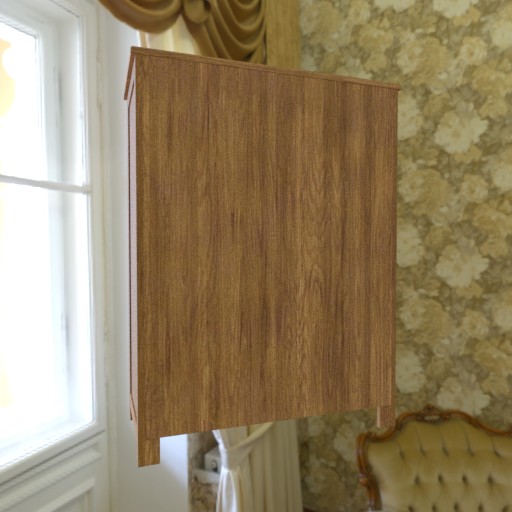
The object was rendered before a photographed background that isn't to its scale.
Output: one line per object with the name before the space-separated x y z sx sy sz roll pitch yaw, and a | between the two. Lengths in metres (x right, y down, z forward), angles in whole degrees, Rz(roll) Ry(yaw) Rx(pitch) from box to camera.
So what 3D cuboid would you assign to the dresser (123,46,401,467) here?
dresser | 0.000 0.000 1.937 1.081 1.431 0.558 -1 2 -19
